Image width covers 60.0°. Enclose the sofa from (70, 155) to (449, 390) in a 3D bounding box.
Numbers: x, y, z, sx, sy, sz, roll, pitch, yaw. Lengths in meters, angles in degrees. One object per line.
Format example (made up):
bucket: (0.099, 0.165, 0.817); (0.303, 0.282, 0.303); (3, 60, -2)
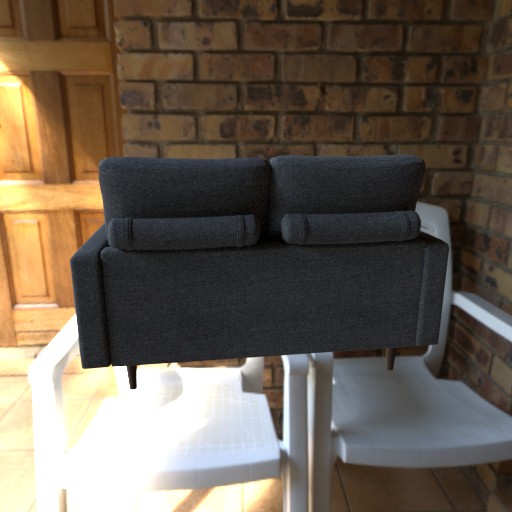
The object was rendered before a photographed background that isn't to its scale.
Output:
sofa: (0.000, 0.000, 2.004); (1.407, 0.907, 0.842); (-2, 15, -8)
